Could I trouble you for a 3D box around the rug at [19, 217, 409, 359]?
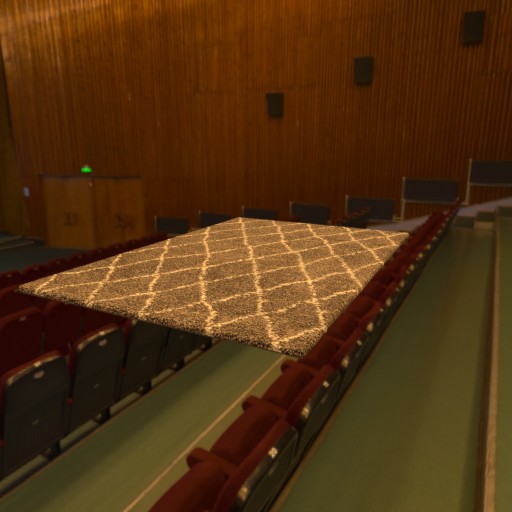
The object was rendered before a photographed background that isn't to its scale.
[{"bbox_3d":[0.000,0.000,2.253,1.219,0.030,1.778,8,17,26],"label":"rug"}]
